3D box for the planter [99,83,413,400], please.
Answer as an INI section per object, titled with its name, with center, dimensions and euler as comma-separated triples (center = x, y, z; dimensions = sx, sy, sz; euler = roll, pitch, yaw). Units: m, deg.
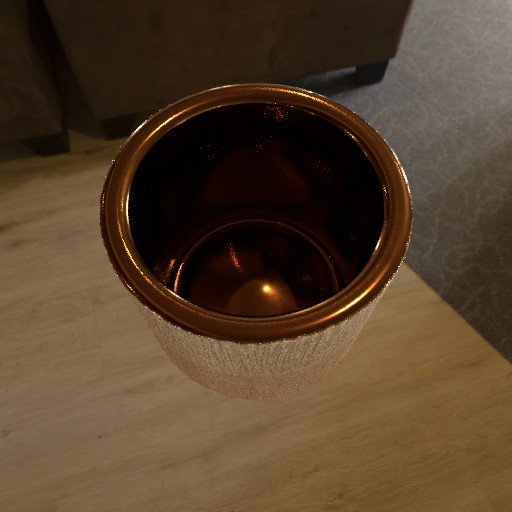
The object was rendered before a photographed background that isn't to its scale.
[planter]
center = 0.000, 0.000, 0.316
dimensions = 0.177, 0.157, 0.177
euler = 0, 63, 0
